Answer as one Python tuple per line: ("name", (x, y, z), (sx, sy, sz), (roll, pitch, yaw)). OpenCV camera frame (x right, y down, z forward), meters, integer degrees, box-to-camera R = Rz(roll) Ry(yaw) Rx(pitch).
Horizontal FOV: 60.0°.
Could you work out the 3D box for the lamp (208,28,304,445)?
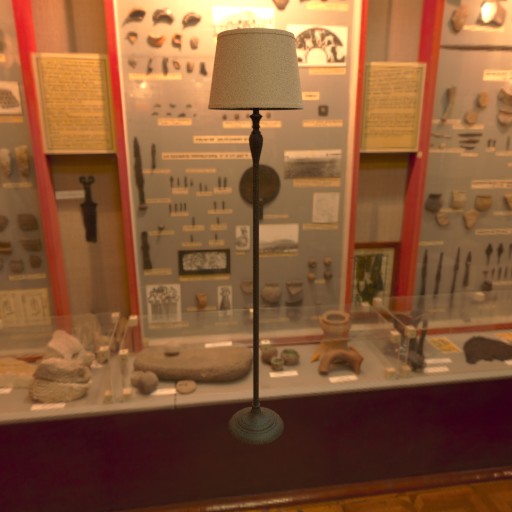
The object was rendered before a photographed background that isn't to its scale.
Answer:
("lamp", (0.000, 0.000, 1.668), (0.327, 1.506, 0.327), (-2, 17, -7))
